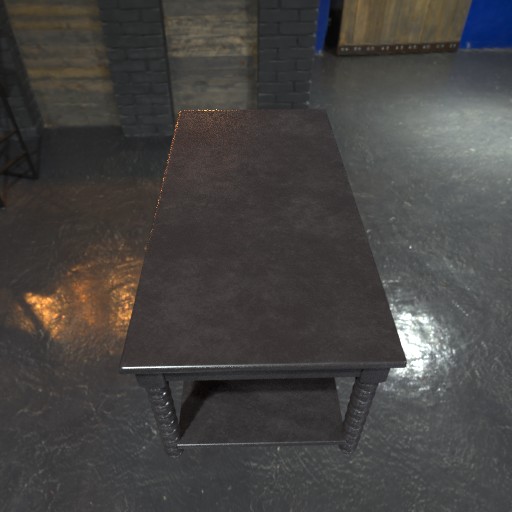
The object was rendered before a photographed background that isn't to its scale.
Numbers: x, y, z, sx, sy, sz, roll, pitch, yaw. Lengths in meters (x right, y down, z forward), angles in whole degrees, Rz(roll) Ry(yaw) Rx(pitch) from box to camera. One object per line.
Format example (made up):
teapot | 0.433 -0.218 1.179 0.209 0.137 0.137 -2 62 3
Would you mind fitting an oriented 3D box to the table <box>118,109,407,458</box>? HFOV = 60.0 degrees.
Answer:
table | 0.000 0.000 1.460 0.580 0.487 1.171 -1 42 -1
